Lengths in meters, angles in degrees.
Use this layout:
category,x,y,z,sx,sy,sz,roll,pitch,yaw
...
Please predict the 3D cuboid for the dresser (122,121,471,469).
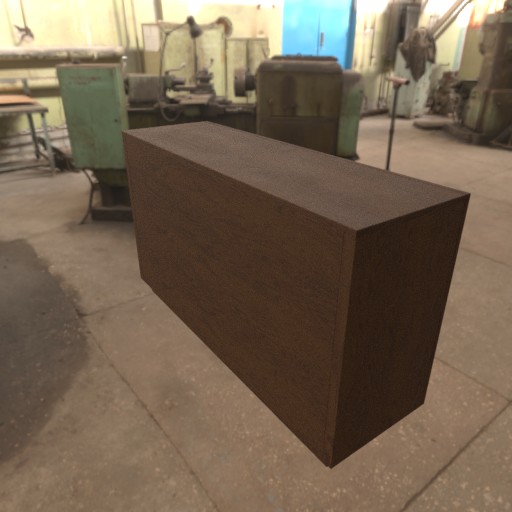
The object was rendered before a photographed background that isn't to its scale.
category,x,y,z,sx,sy,sz,roll,pitch,yaw
dresser,0.000,0.000,1.920,0.512,0.889,1.523,-18,31,-31
